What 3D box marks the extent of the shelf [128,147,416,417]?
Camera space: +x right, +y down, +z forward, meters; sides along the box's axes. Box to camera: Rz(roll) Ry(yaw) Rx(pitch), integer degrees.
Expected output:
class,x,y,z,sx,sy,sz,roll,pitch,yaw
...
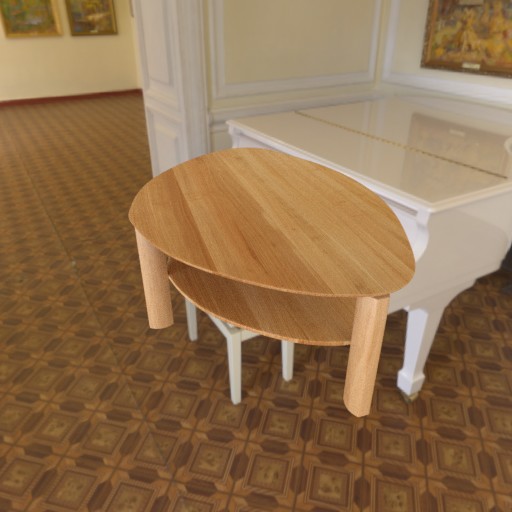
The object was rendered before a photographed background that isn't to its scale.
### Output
class,x,y,z,sx,sy,sz,roll,pitch,yaw
shelf,0.000,0.000,1.620,0.845,0.440,1.246,-9,31,-16
